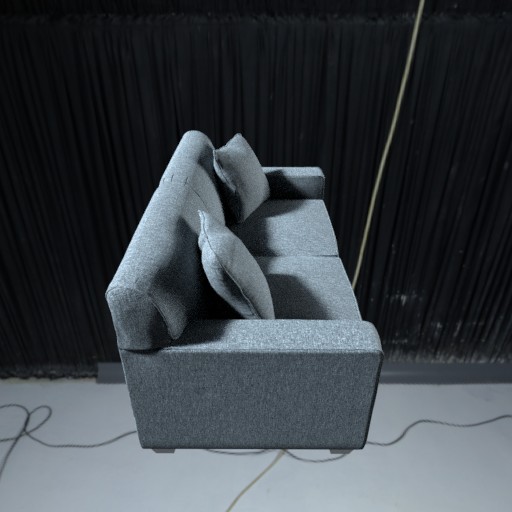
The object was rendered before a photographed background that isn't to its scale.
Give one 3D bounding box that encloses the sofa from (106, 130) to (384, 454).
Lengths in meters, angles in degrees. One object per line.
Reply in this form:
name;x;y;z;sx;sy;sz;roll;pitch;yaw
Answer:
sofa;0.000;0.000;2.432;0.998;0.958;1.846;0;32;0
